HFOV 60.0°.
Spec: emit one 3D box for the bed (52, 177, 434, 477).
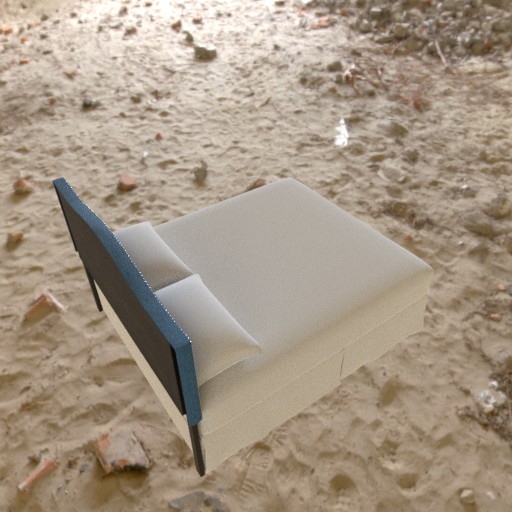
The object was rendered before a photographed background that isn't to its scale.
[{"bbox_3d":[0.000,0.000,2.900,1.872,1.169,1.610,-25,46,-27],"label":"bed"}]
